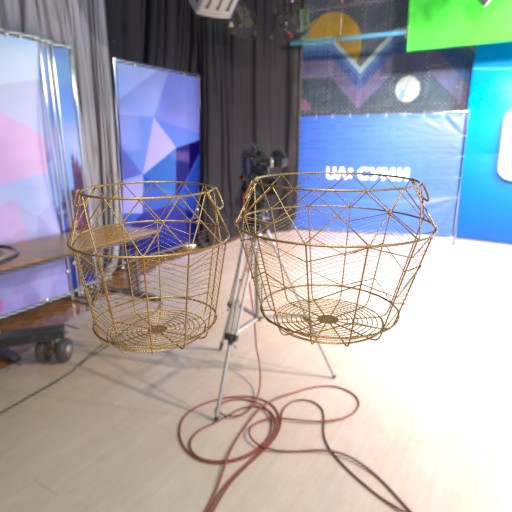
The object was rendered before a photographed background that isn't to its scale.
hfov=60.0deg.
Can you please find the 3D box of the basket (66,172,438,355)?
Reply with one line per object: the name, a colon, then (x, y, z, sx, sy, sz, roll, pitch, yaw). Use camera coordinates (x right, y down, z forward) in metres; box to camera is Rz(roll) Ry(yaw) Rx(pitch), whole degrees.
basket: (0.000, 0.000, 1.014, 0.805, 0.343, 0.451, -2, 16, -8)
